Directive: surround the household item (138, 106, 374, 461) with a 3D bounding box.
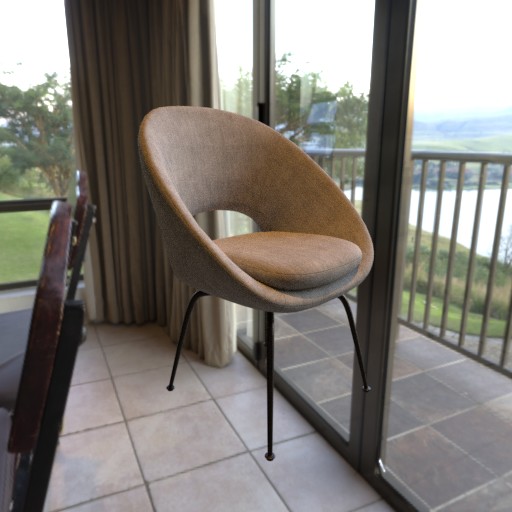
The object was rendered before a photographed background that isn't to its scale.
[{"bbox_3d":[0.000,0.000,1.323,0.643,0.869,0.587,-14,21,-42],"label":"household item"}]
